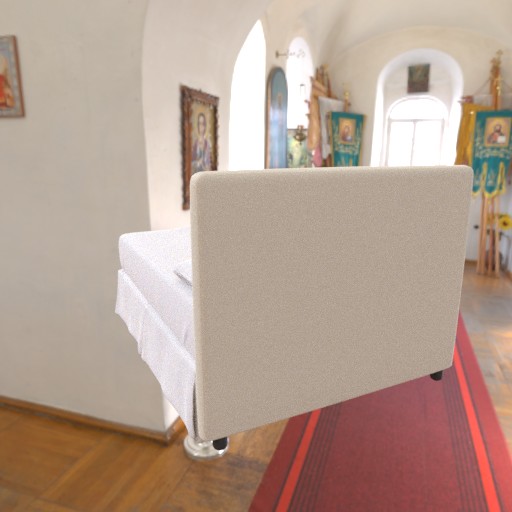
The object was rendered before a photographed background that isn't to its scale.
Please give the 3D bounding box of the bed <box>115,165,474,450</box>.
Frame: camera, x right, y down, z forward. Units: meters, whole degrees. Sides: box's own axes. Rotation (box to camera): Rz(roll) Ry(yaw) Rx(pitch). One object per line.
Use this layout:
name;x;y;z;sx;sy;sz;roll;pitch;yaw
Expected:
bed;0.000;0.000;3.176;1.714;1.330;2.147;-7;15;-26
